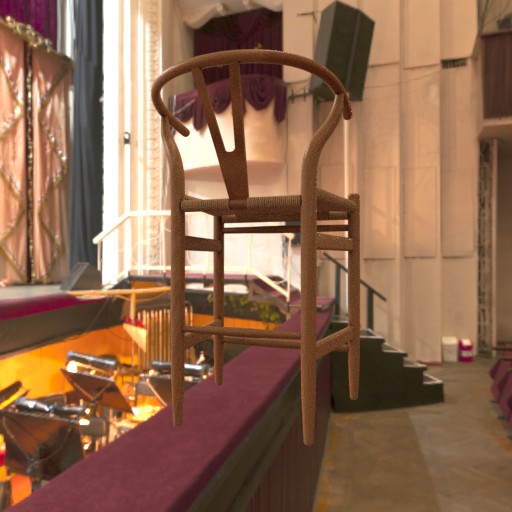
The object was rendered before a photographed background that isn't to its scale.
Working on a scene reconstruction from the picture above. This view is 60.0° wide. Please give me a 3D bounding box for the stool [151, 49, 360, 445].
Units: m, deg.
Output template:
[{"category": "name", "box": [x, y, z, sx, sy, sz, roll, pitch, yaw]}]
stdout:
[{"category": "stool", "box": [0.000, 0.000, 1.266, 0.536, 0.923, 0.575, 0, 0, 20]}]
